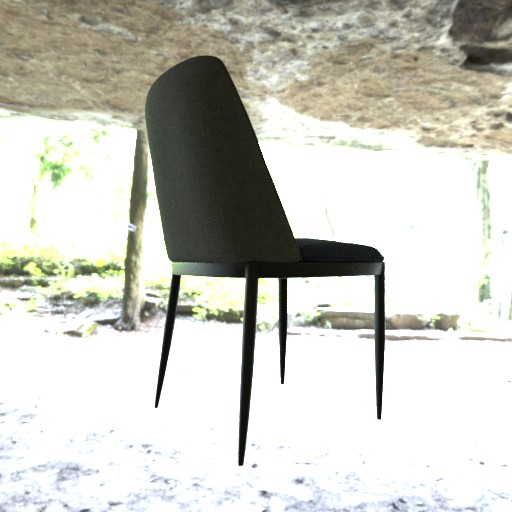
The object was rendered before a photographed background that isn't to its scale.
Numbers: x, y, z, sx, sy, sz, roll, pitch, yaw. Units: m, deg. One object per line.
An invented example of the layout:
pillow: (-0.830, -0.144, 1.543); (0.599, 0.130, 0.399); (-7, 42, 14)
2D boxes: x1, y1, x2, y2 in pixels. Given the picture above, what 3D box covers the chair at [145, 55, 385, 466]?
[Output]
chair: (0.000, 0.000, 1.180); (0.550, 0.855, 0.488); (0, -1, -36)
